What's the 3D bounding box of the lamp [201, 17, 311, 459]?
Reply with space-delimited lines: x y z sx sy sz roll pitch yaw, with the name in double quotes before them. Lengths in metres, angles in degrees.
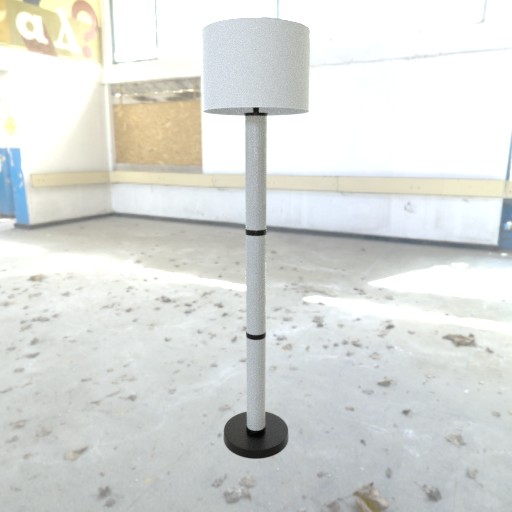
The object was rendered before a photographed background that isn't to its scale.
"lamp" 0.000 0.000 1.717 0.377 1.599 0.377 7 15 27
